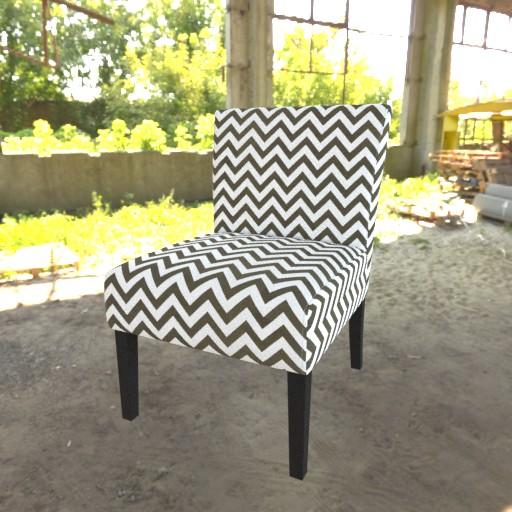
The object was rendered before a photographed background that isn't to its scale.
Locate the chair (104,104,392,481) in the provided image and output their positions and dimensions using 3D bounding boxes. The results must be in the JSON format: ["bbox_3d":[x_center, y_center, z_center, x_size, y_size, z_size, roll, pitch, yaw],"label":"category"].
[{"bbox_3d":[0.000,0.000,1.253,0.589,0.838,0.648,7,16,25],"label":"chair"}]
